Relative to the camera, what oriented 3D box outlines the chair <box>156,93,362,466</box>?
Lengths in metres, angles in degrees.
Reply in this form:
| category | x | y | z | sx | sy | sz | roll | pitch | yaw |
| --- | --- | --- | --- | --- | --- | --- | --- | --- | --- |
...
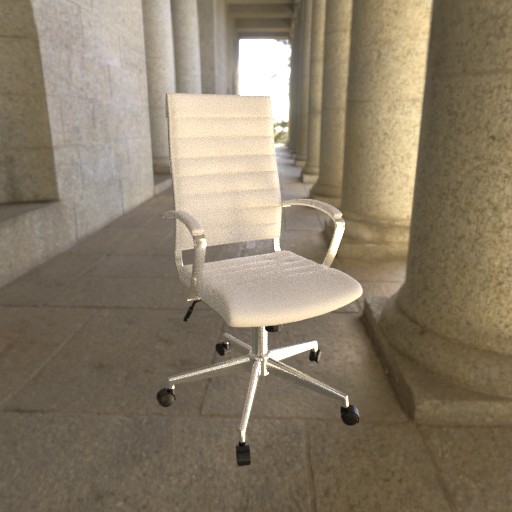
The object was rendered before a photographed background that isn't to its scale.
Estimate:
| category | x | y | z | sx | sy | sz | roll | pitch | yaw |
| --- | --- | --- | --- | --- | --- | --- | --- | --- | --- |
| chair | 0.000 | 0.000 | 1.634 | 0.766 | 1.149 | 0.739 | -8 | 19 | -25 |
